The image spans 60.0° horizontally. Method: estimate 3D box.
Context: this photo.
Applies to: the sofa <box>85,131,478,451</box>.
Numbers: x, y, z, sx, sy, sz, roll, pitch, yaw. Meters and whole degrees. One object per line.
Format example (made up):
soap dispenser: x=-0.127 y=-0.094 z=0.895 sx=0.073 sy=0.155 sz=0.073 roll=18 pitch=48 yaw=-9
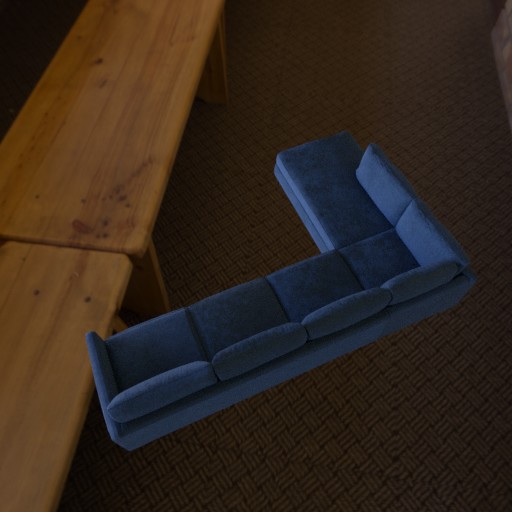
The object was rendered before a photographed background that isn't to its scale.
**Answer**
sofa: x=0.000 y=0.000 z=3.760 sx=2.949 sy=0.815 sz=2.007 roll=-21 pitch=61 yaw=-12
